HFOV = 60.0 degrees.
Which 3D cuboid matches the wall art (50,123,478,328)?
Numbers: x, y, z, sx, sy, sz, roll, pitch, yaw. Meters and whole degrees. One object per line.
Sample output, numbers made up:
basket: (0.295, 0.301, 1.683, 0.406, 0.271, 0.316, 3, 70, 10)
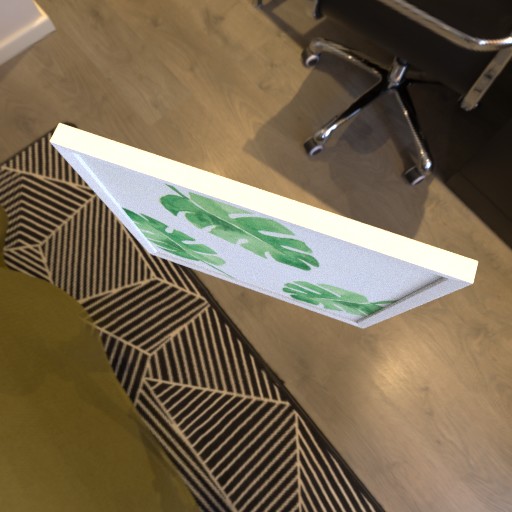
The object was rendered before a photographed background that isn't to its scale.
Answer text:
wall art: (0.000, 0.000, 1.123, 0.762, 0.762, 0.040, 19, 76, 5)
